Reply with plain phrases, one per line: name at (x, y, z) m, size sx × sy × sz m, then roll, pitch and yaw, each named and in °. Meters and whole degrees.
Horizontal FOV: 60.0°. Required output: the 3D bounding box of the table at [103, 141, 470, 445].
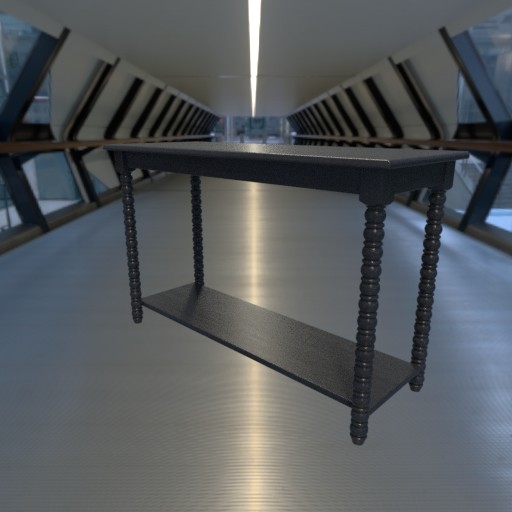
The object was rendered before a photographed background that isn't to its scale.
table at (0.000, 0.000, 1.541) m, size 1.184 × 0.735 × 0.459 m, roll 15°, pitch 22°, yaw 42°
